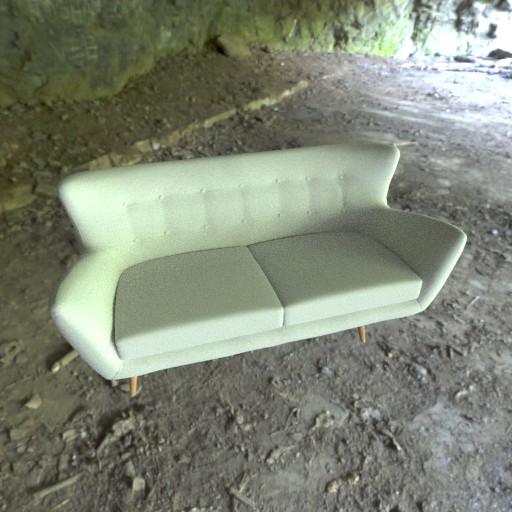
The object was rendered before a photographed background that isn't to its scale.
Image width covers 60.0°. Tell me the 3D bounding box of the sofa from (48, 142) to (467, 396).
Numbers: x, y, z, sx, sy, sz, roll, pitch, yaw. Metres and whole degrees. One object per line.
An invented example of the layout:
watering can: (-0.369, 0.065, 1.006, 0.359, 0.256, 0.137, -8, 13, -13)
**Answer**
sofa: (0.000, 0.000, 2.347, 1.930, 0.890, 0.899, -9, 33, -15)
